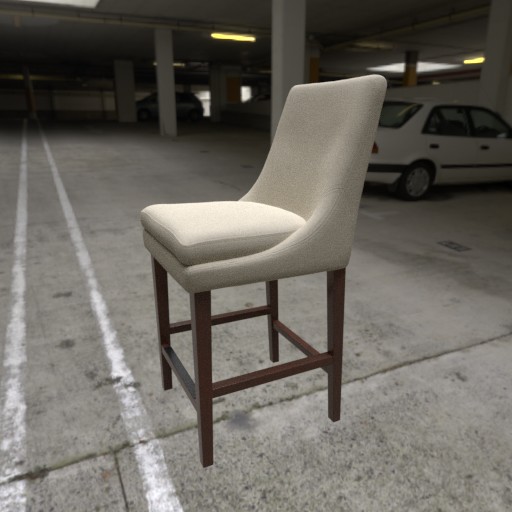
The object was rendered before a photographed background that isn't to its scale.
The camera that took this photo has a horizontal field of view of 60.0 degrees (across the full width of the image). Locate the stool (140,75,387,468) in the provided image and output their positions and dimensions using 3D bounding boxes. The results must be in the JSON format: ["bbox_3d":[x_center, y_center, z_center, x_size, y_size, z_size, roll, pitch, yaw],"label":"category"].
[{"bbox_3d":[0.000,0.000,1.305,0.577,0.981,0.470,-8,19,-25],"label":"stool"}]
